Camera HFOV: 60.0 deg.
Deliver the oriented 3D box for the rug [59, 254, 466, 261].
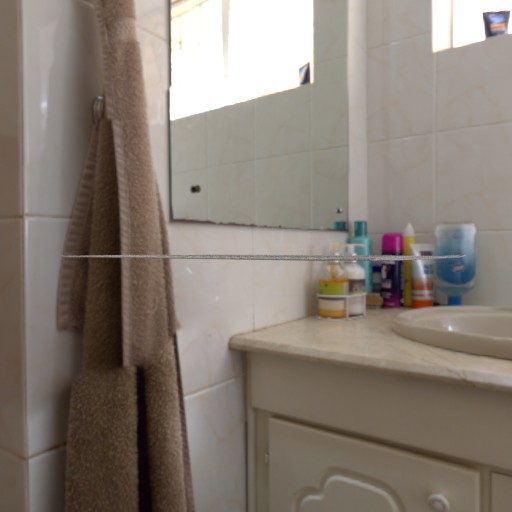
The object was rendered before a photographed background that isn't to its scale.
[{"bbox_3d":[0.000,0.000,2.371,1.828,0.019,1.209,0,1,37],"label":"rug"}]
